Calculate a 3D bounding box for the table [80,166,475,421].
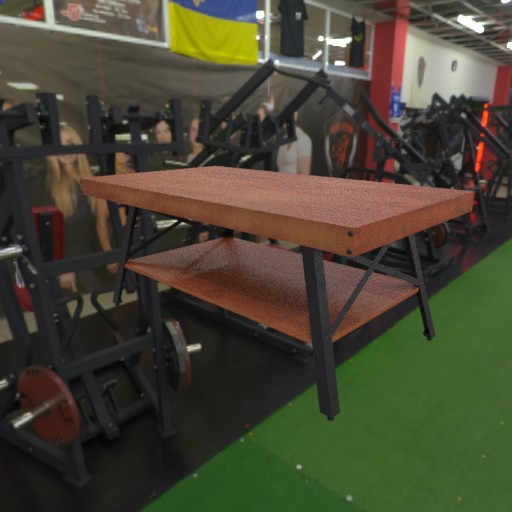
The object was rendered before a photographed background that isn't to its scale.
[{"bbox_3d":[0.000,0.000,1.415,1.067,0.457,0.610,15,23,42],"label":"table"}]
